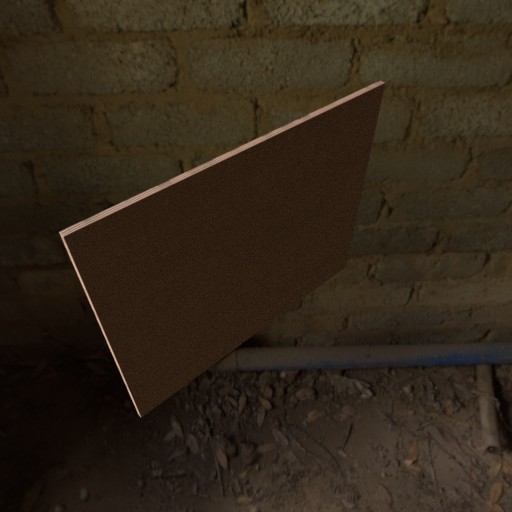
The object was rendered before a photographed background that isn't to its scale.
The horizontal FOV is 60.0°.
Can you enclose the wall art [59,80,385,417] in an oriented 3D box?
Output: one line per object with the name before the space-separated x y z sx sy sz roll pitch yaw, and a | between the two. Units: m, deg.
wall art | 0.000 0.000 0.697 0.508 0.408 0.010 -32 54 -27
